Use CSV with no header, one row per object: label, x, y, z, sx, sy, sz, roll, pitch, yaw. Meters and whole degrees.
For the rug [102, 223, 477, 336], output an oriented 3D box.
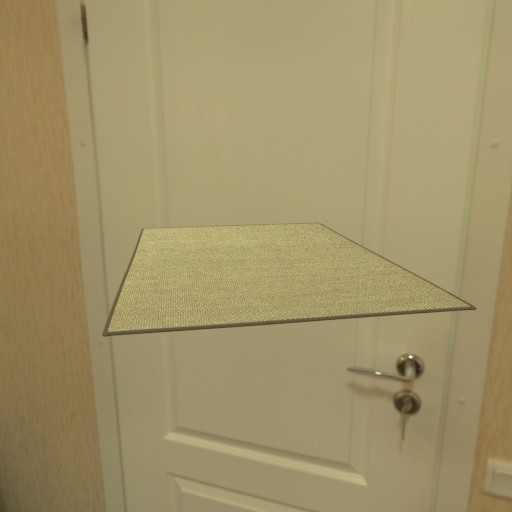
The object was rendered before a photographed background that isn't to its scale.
rug,0.000,0.000,2.751,1.523,0.012,2.133,-3,14,-10
